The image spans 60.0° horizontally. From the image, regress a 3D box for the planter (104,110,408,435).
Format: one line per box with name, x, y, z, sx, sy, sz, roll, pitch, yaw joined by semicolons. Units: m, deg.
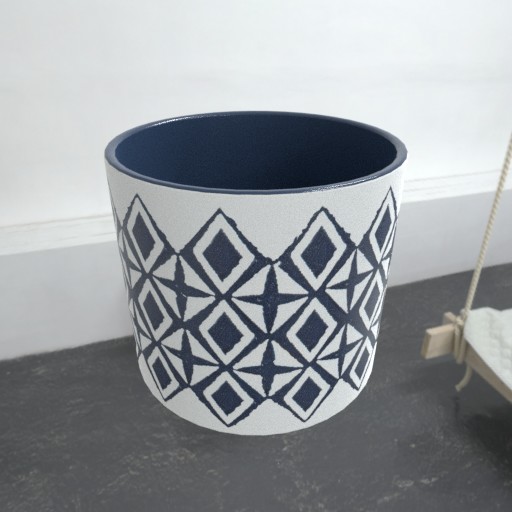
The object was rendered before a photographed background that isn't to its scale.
planter;0.000;0.000;0.314;0.182;0.165;0.182;0;29;0
